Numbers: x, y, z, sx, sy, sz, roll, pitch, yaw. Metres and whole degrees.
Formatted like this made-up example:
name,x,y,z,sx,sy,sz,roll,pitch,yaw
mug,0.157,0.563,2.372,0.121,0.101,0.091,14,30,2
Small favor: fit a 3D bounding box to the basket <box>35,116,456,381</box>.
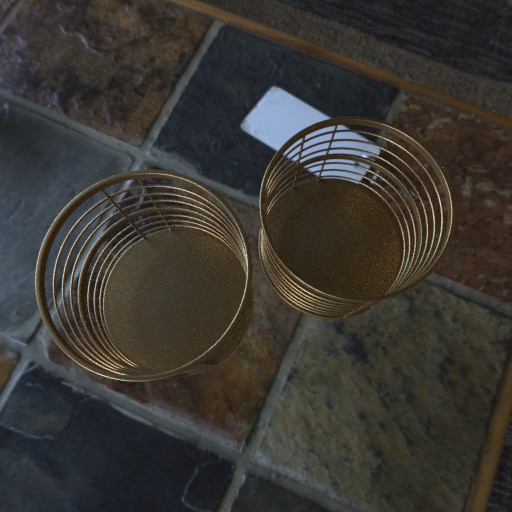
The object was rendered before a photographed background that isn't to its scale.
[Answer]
name,x,y,z,sx,sy,sz,roll,pitch,yaw
basket,0.000,0.000,0.913,0.746,0.351,0.356,-19,77,-5
